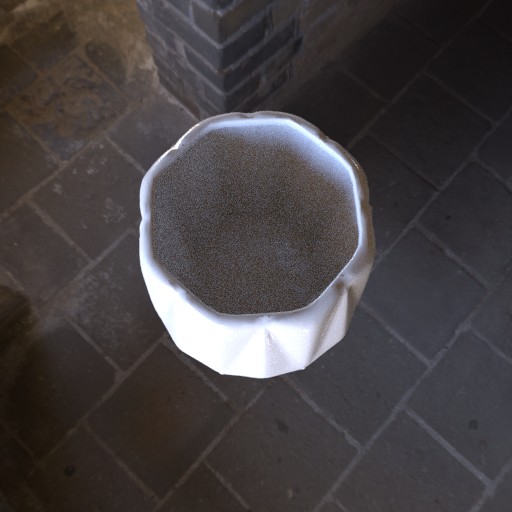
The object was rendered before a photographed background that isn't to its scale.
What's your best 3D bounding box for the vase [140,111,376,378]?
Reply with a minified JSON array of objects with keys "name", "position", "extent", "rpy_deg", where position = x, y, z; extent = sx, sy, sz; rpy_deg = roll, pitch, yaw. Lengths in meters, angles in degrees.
[{"name":"vase","position":[0.000,0.000,0.264],"extent":[0.141,0.152,0.141],"rpy_deg":[0,75,0]}]
